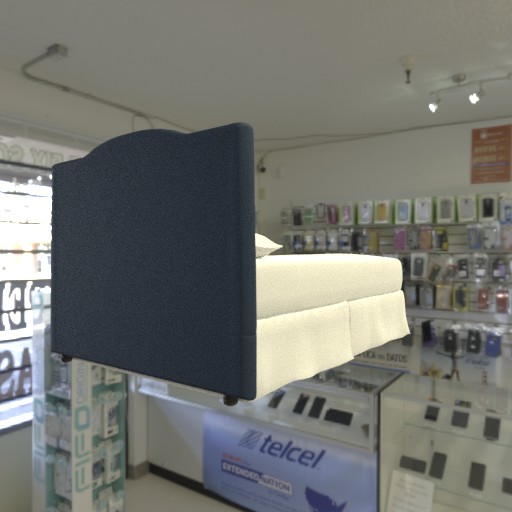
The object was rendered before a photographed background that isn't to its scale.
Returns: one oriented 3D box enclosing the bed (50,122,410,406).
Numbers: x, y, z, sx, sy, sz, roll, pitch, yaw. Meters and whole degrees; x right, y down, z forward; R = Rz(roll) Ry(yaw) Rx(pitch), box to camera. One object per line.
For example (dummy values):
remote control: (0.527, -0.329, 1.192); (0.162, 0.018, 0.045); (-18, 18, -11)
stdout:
bed: (0.000, 0.000, 3.556); (1.741, 1.441, 2.507); (0, 0, 36)
